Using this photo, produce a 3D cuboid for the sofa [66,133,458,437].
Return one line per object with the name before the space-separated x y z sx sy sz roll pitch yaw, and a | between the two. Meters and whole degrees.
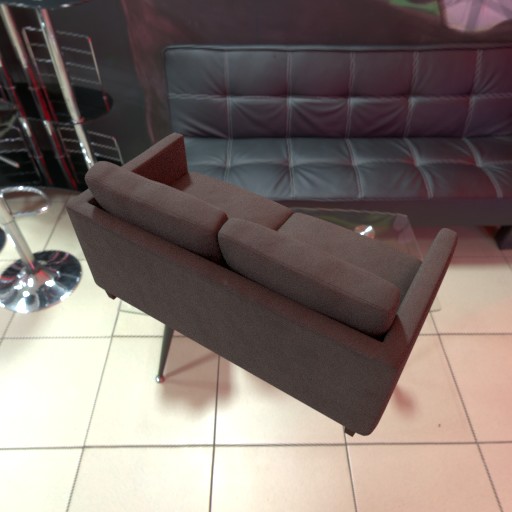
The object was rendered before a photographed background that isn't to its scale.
sofa | 0.000 0.000 2.493 1.884 0.963 0.950 24 50 22
